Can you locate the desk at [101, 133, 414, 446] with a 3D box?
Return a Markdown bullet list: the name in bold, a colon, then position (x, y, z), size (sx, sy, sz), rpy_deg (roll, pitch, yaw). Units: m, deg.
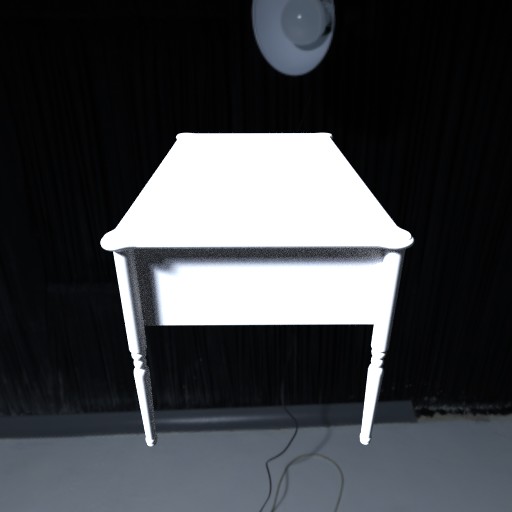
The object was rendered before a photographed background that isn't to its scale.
- **desk**: position (0.000, 0.000, 1.885), size (0.807, 0.762, 1.380), rpy_deg (0, 27, 0)
